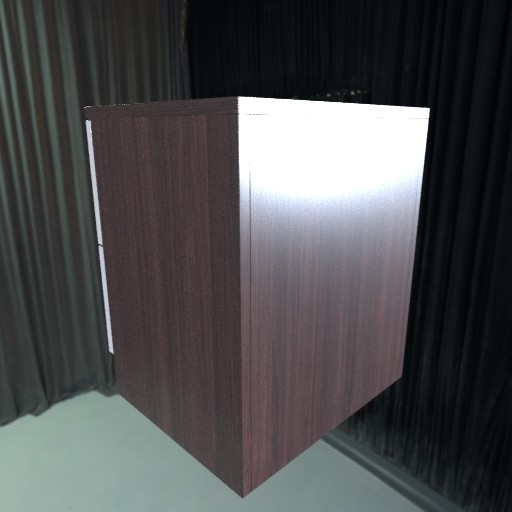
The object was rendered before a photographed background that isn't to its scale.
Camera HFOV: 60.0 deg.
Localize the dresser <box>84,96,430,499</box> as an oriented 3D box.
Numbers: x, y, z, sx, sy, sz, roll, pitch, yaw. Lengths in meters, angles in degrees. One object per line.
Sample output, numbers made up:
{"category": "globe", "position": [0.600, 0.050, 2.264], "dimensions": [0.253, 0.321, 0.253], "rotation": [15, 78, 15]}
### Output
{"category": "dresser", "position": [0.000, 0.000, 0.741], "dimensions": [0.400, 0.470, 0.360], "rotation": [-15, 22, -42]}
